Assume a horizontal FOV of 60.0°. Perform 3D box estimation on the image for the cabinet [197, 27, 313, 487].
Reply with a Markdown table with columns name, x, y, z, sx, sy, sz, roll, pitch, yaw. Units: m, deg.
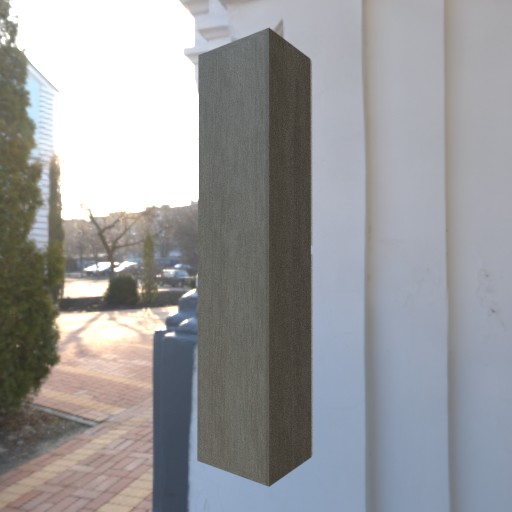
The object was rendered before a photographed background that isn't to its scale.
| name | x | y | z | sx | sy | sz | roll | pitch | yaw |
| --- | --- | --- | --- | --- | --- | --- | --- | --- | --- |
| cabinet | 0.000 | 0.000 | 1.548 | 0.300 | 1.400 | 0.270 | -1 | -2 | 37 |
